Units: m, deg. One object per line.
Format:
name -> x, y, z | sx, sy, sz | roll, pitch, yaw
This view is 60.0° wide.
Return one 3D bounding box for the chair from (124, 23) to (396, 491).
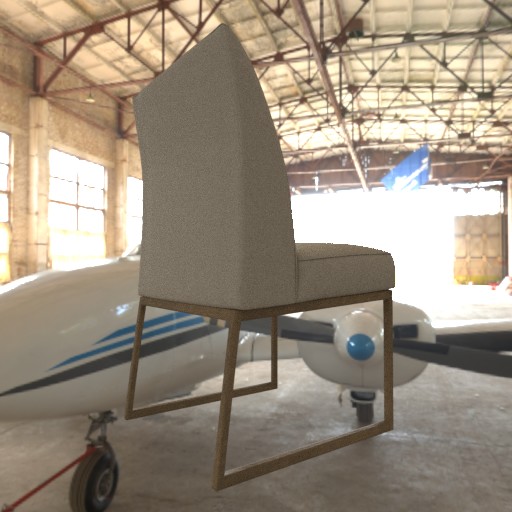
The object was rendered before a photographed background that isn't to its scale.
chair -> 0.000, 0.000, 1.150 | 0.522, 0.863, 0.508 | 1, -2, -36
